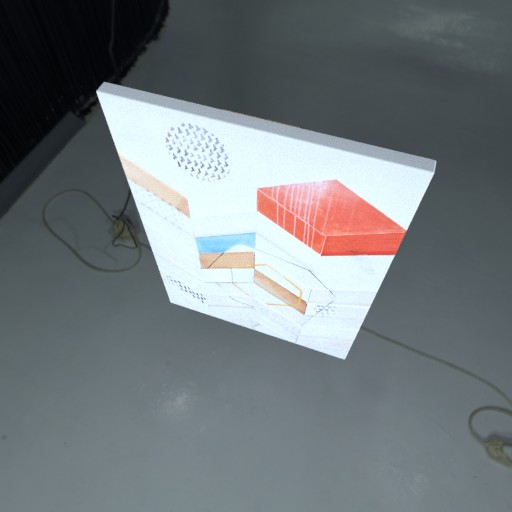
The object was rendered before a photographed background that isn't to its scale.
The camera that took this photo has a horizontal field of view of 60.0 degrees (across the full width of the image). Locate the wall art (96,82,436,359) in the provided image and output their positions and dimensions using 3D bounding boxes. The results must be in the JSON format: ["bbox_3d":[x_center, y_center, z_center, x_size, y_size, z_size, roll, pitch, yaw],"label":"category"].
[{"bbox_3d":[0.000,0.000,1.122,0.613,0.848,0.036,17,58,10],"label":"wall art"}]
